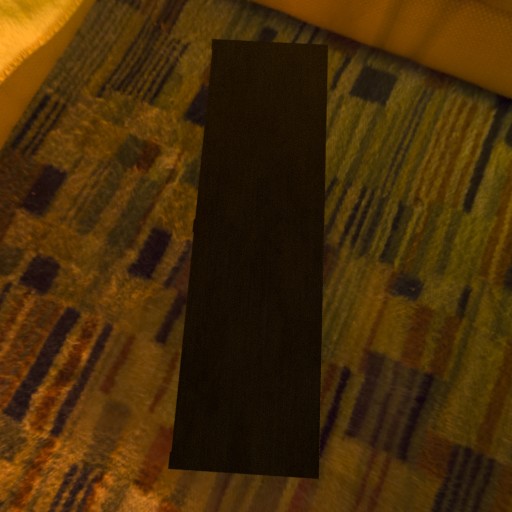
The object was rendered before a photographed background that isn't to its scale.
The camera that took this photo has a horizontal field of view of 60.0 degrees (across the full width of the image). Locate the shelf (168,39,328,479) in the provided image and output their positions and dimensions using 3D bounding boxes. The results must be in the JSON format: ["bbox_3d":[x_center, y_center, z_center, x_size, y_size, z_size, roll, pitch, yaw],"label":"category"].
[{"bbox_3d":[0.000,0.000,1.904,0.479,0.719,1.575,3,75,1],"label":"shelf"}]
